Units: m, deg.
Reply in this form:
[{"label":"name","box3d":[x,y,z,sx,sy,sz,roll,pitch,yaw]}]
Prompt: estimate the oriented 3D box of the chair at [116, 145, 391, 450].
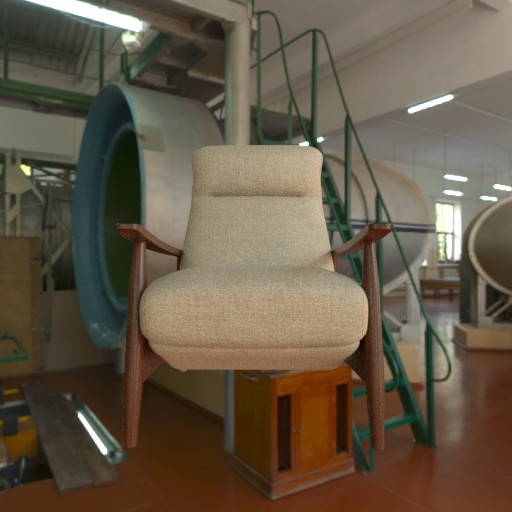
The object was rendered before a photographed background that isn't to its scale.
[{"label":"chair","box3d":[0.000,0.000,1.719,0.762,1.082,1.014,0,0,1]}]
